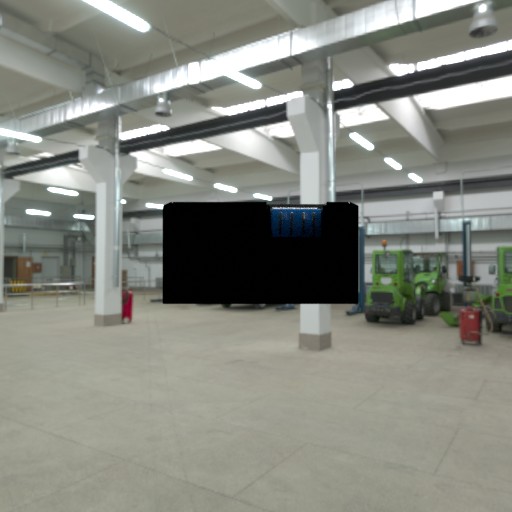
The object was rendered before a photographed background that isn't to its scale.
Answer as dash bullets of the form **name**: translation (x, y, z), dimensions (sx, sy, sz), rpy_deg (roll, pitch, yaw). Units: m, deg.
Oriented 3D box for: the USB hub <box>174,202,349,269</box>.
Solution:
- **USB hub**: translation (0.000, 0.000, 0.129), dimensions (0.044, 0.023, 0.110), rpy_deg (0, -1, -2)
